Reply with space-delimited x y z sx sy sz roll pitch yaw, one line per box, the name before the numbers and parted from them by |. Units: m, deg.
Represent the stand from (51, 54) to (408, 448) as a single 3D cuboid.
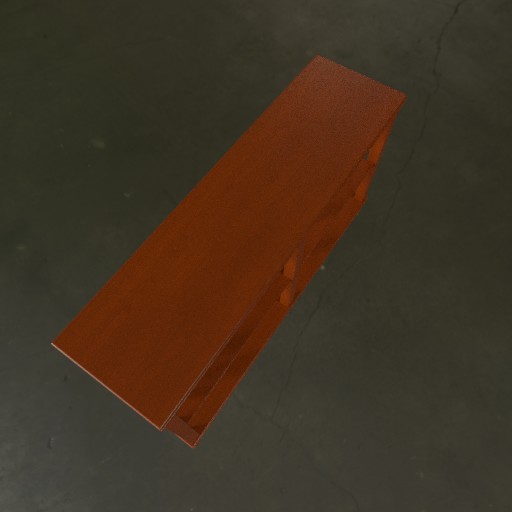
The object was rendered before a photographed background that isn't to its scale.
stand | 0.000 0.000 1.725 0.381 0.762 1.372 32 67 15
